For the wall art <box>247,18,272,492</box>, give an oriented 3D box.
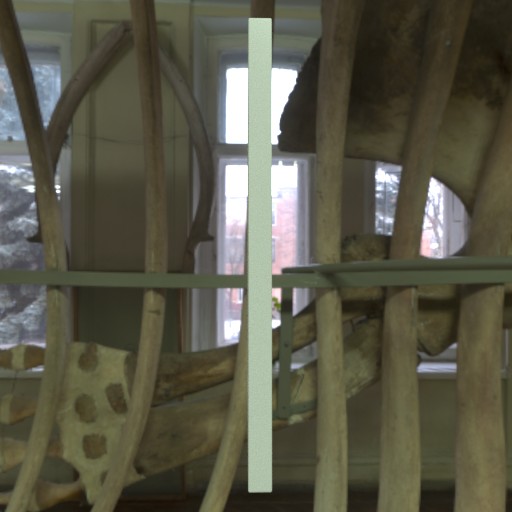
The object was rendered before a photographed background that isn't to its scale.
[{"bbox_3d":[0.000,0.000,0.745,0.028,0.556,0.454,0,-1,-1],"label":"wall art"}]
